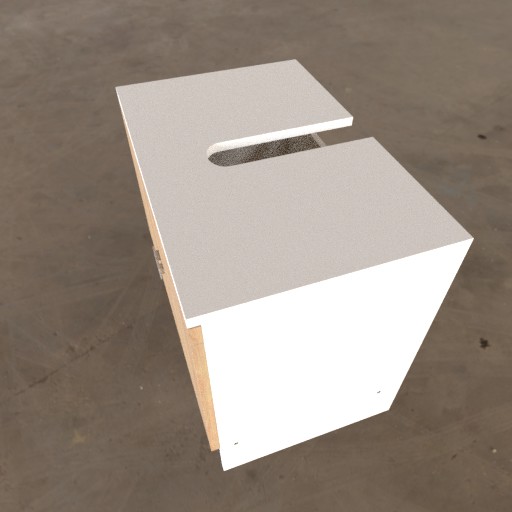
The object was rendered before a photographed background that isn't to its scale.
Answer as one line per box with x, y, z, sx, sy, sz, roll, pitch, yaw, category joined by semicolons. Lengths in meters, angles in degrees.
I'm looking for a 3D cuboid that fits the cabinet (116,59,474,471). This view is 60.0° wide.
0.000;0.000;0.925;0.400;0.522;0.600;-15;48;-13;cabinet
